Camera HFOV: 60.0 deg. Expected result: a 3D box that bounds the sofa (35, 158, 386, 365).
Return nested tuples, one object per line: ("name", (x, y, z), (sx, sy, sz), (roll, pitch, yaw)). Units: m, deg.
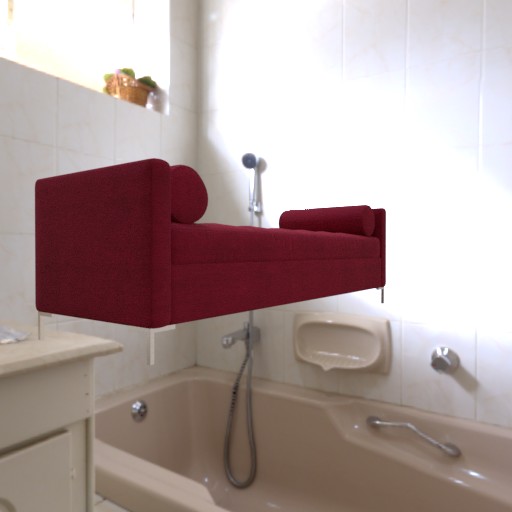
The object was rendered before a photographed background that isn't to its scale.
("sofa", (0.000, 0.000, 2.311), (0.686, 0.635, 1.981), (0, 1, 36))
